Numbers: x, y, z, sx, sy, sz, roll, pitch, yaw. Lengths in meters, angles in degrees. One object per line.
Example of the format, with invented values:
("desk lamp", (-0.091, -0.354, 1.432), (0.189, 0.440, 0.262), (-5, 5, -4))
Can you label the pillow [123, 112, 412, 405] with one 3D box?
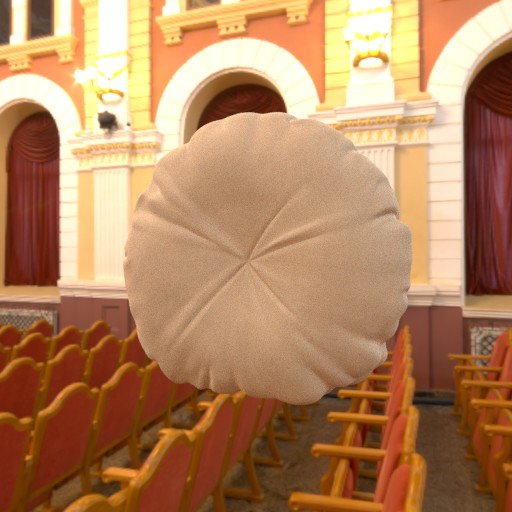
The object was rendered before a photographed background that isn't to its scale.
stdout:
("pillow", (0.000, 0.000, 0.644), (0.428, 0.407, 0.148), (0, -1, 19))
